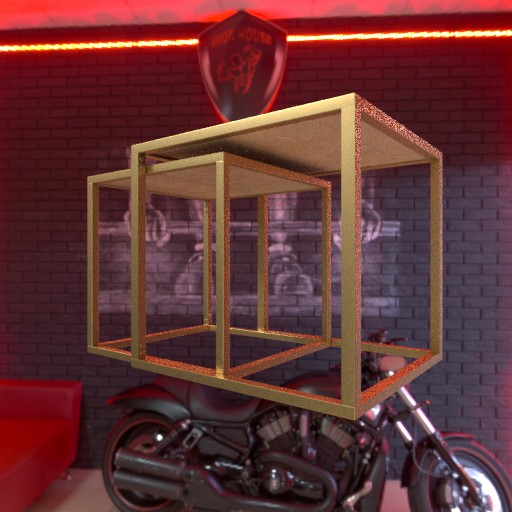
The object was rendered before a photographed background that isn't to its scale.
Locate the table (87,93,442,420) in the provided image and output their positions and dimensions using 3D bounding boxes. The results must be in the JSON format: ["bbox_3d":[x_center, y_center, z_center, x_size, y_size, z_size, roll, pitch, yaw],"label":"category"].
[{"bbox_3d":[0.000,0.000,1.109,0.762,0.505,0.505,0,0,37],"label":"table"}]
